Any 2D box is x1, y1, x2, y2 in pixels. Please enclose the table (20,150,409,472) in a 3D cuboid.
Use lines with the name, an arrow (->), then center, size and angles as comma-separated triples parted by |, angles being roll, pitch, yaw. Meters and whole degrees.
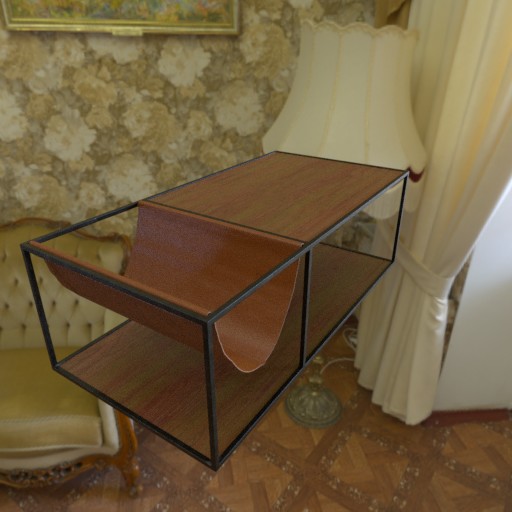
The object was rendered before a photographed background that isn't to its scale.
table -> 0.000, 0.000, 1.475 | 0.597, 0.403, 1.199 | 17, 31, 30
